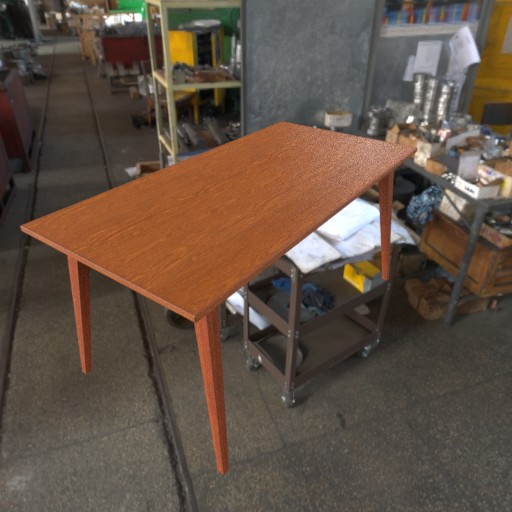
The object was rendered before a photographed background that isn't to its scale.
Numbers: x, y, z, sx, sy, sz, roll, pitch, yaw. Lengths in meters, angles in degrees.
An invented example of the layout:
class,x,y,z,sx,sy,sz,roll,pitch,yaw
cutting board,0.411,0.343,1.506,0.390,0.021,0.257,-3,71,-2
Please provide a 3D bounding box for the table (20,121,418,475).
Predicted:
class,x,y,z,sx,sy,sz,roll,pitch,yaw
table,0.000,0.000,2.051,0.811,0.755,1.609,21,38,30
